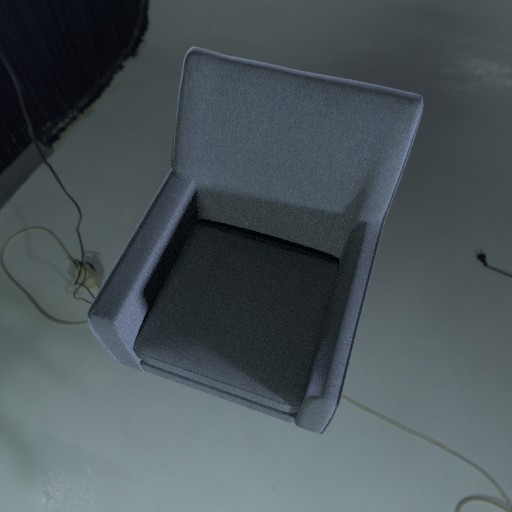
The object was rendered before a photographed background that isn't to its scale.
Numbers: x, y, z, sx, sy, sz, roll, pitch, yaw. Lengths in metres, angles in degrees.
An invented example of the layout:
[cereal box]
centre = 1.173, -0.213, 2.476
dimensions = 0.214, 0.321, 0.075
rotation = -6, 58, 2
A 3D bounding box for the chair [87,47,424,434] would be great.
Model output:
[chair]
centre = 0.000, 0.000, 1.545
dimensions = 0.780, 0.919, 0.899
rotation = 16, 60, 10
